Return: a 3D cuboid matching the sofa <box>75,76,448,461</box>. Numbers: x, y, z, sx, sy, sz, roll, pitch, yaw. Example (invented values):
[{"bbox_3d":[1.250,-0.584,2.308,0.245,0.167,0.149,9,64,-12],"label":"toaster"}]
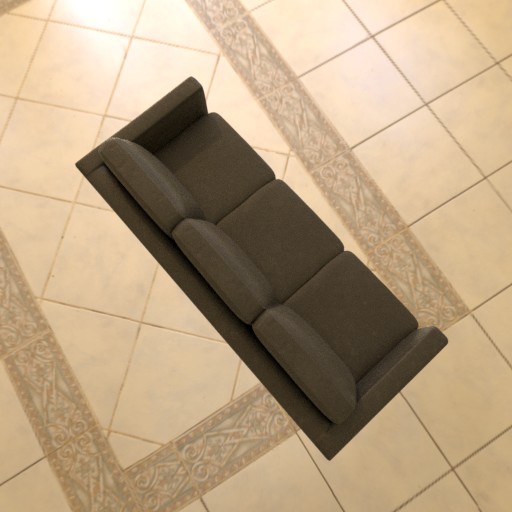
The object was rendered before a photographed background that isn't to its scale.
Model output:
[{"bbox_3d":[0.000,0.000,2.543,0.879,0.899,2.029,-41,80,-9],"label":"sofa"}]
